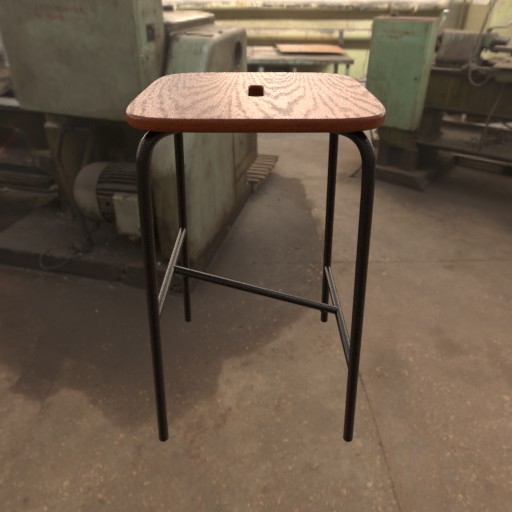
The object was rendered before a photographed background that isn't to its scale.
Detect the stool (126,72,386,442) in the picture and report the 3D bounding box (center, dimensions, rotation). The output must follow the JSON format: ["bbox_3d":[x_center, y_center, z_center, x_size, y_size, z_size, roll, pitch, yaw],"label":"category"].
[{"bbox_3d":[0.000,0.000,0.857,0.376,0.610,0.376,0,31,0],"label":"stool"}]
